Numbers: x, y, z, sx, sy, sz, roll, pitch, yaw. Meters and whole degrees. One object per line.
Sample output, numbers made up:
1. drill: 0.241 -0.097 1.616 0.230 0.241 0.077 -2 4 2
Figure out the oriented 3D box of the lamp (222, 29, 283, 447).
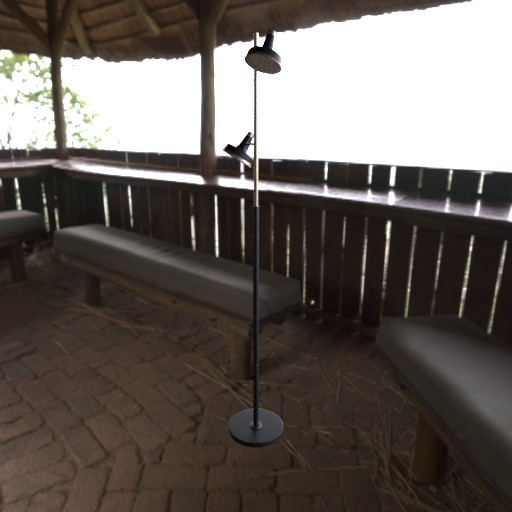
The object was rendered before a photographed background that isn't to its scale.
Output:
1. lamp: 0.000 0.000 1.830 0.253 1.674 0.351 -7 18 -24
